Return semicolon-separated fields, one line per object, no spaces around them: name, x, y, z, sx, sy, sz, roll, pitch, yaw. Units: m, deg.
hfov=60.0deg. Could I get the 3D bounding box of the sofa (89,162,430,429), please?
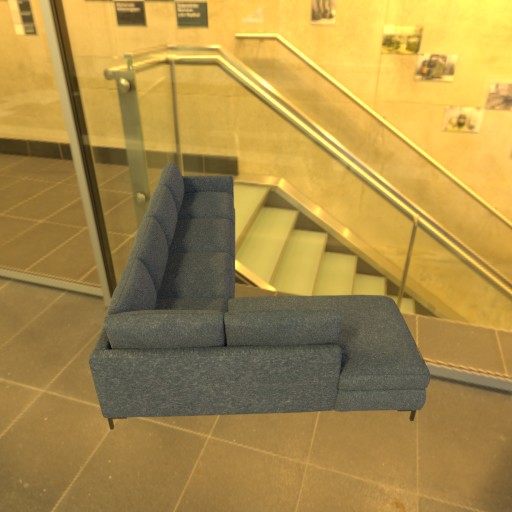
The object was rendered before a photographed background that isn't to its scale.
sofa;0.000;0.000;3.852;2.007;0.815;2.949;-1;31;-2
